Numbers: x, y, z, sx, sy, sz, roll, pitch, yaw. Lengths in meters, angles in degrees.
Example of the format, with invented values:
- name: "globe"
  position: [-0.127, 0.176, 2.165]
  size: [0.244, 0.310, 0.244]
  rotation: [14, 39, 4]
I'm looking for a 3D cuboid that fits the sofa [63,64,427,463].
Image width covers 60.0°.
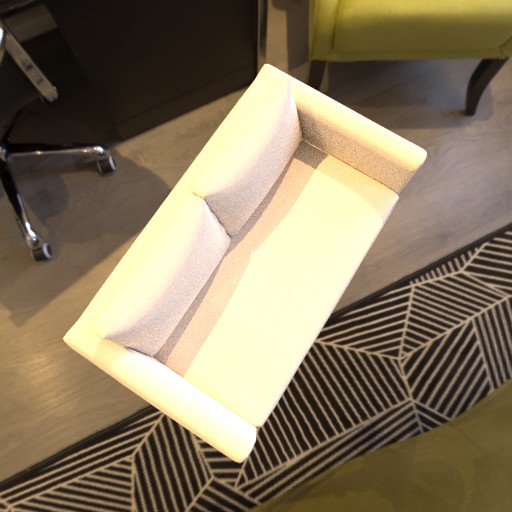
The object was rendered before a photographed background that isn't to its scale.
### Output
- name: "sofa"
  position: [0.000, 0.000, 2.161]
  size: [0.905, 0.873, 1.598]
  rotation: [32, 78, 8]
